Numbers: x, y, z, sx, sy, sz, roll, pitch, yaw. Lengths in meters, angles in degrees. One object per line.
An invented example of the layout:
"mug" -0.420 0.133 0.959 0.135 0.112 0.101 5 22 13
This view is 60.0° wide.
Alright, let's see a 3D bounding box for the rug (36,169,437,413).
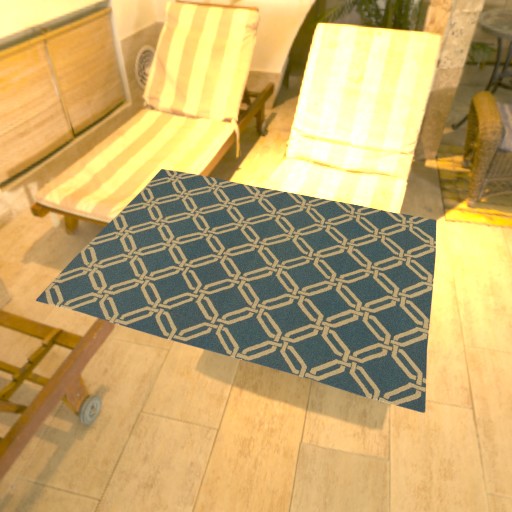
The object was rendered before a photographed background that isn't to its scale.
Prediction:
"rug" 0.000 0.000 2.777 2.135 0.013 1.524 13 43 14
